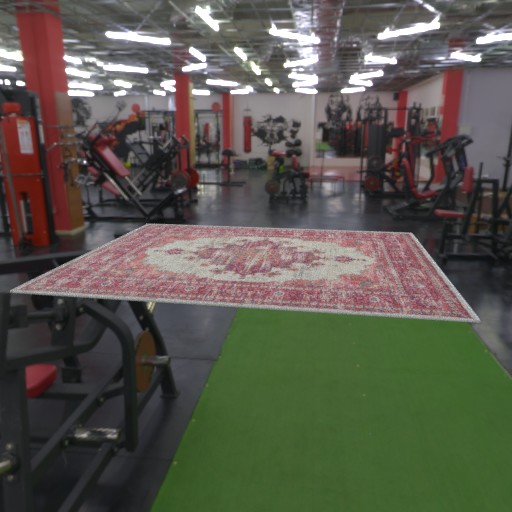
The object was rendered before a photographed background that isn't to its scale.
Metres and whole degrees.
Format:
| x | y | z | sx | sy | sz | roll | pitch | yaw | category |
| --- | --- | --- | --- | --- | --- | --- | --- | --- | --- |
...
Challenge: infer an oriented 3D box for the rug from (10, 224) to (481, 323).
| x | y | z | sx | sy | sz | roll | pitch | yaw | category |
| --- | --- | --- | --- | --- | --- | --- | --- | --- | --- |
| 0.000 | 0.000 | 4.032 | 3.123 | 0.017 | 2.447 | 3 | 16 | 9 | rug |
